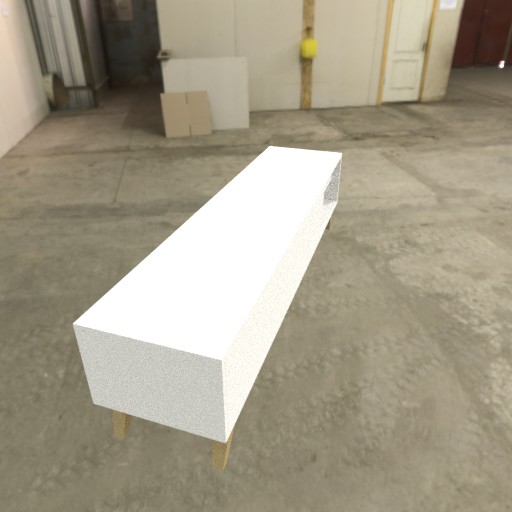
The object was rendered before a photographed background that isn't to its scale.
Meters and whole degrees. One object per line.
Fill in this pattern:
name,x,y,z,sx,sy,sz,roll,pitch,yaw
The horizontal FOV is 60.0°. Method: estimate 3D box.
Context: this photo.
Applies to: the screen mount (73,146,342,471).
screen mount,0.000,0.000,1.824,0.399,0.432,1.644,10,31,16
